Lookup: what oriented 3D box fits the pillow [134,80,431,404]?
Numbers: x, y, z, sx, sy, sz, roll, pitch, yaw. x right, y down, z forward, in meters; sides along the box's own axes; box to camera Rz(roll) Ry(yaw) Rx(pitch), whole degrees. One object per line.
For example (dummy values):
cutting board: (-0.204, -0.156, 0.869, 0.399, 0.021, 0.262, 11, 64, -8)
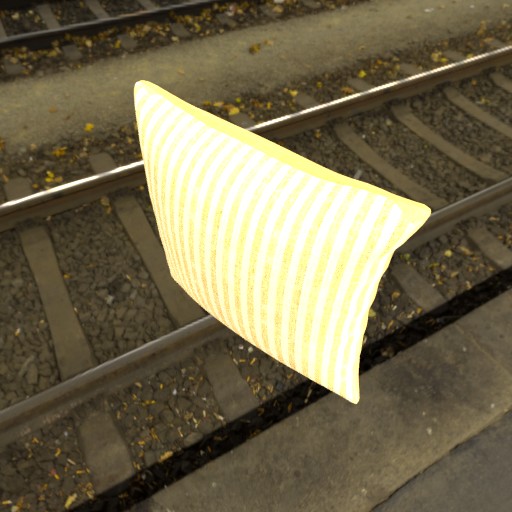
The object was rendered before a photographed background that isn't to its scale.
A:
pillow: (0.000, 0.000, 0.646, 0.419, 0.407, 0.173, 31, 55, 25)
